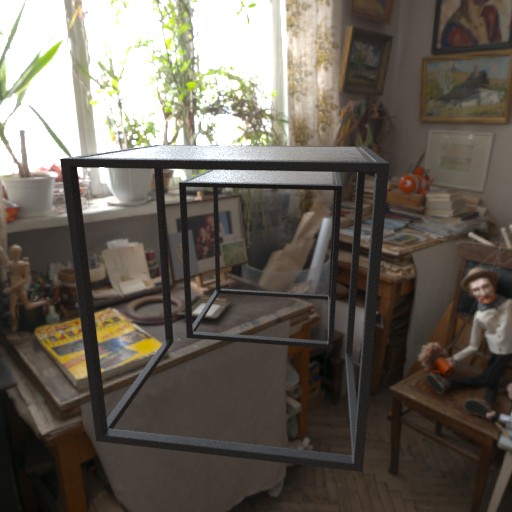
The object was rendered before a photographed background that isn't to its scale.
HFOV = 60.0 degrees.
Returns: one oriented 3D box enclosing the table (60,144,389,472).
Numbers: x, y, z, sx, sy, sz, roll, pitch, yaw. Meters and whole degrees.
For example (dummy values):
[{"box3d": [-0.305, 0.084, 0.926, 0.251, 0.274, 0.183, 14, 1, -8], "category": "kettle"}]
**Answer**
[{"box3d": [0.000, 0.000, 1.118, 0.508, 0.540, 0.788, 3, 17, 9], "category": "table"}]
